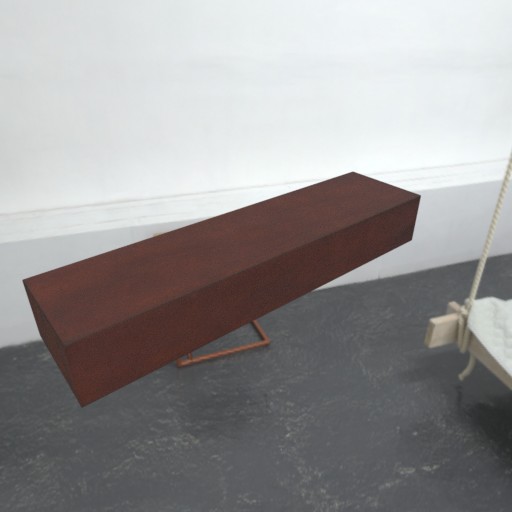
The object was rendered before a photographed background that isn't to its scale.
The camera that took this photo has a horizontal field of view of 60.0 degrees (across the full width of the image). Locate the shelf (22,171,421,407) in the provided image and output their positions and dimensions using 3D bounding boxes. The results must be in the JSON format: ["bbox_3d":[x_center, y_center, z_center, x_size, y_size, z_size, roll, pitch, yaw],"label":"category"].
[{"bbox_3d":[0.000,0.000,0.673,0.607,0.088,0.152,-22,37,-33],"label":"shelf"}]
